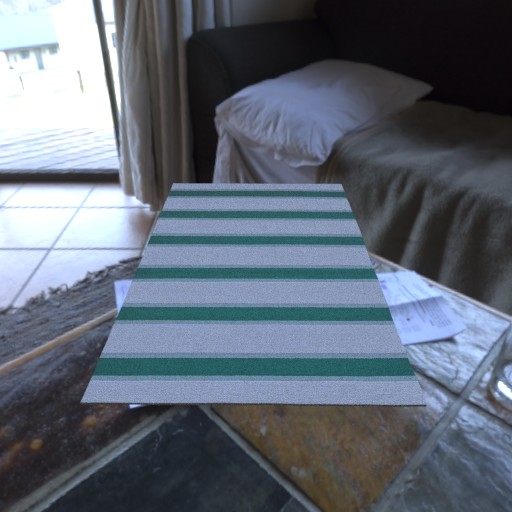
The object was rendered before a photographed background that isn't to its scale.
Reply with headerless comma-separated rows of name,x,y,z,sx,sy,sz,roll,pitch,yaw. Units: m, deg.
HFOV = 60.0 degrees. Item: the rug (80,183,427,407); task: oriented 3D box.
rug,0.000,0.000,2.964,1.521,0.015,2.436,0,32,0
